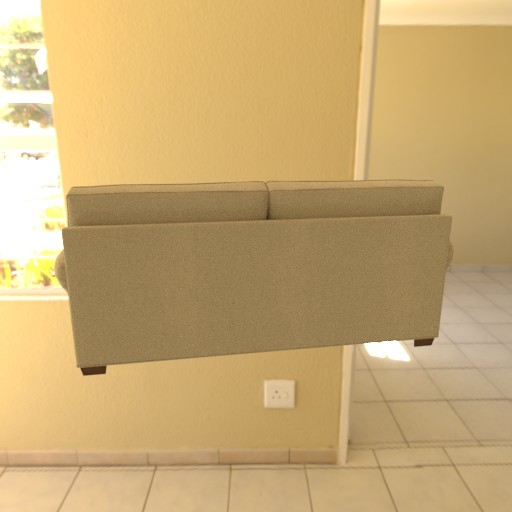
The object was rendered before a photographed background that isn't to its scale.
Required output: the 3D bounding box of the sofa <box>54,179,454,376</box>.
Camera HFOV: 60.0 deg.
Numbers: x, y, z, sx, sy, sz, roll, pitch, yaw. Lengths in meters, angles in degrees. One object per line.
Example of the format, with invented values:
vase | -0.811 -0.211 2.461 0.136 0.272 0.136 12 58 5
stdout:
sofa | 0.000 0.000 2.707 2.146 0.962 0.901 -3 15 -10
